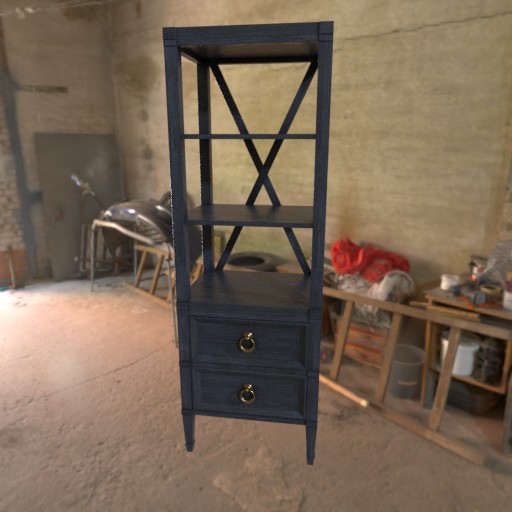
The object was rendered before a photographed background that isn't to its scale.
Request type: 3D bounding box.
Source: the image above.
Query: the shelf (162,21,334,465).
[{"bbox_3d":[0.000,0.000,1.924,0.584,1.727,0.472,2,15,8],"label":"shelf"}]
